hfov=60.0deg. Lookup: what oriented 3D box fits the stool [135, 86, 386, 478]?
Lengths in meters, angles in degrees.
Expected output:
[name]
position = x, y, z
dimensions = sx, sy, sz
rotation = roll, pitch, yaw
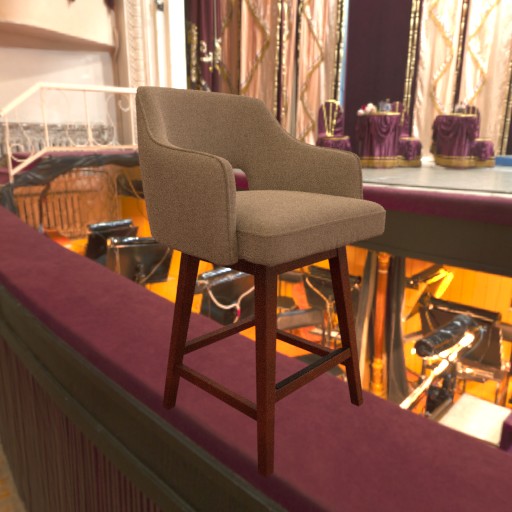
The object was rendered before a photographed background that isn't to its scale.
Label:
[stool]
position = 0.000, 0.000, 1.284
dimensions = 0.558, 0.944, 0.599
rotation = 13, 19, 42
